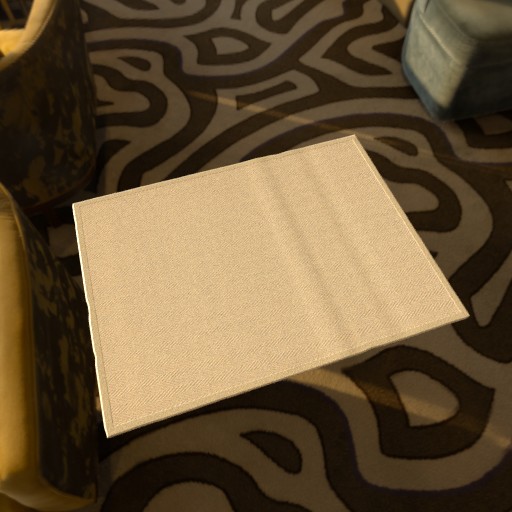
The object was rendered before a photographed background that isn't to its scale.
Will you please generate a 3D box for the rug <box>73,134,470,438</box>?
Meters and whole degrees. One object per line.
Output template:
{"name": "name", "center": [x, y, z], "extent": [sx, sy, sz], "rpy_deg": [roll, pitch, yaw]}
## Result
{"name": "rug", "center": [0.000, 0.000, 4.848], "extent": [3.659, 0.037, 2.734], "rpy_deg": [-16, 60, -10]}
